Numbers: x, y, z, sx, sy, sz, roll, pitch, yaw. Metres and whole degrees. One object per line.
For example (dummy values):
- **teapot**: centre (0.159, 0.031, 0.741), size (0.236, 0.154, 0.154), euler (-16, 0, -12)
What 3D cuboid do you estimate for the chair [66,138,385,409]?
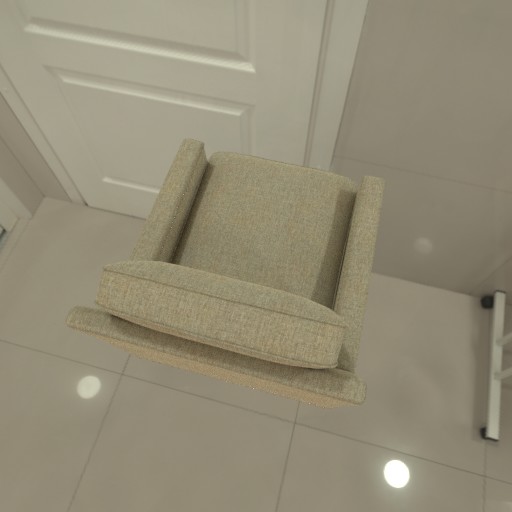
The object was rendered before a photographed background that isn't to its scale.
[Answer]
- **chair**: centre (0.000, 0.000, 1.699), size (0.853, 0.943, 1.014), euler (13, 64, 7)
